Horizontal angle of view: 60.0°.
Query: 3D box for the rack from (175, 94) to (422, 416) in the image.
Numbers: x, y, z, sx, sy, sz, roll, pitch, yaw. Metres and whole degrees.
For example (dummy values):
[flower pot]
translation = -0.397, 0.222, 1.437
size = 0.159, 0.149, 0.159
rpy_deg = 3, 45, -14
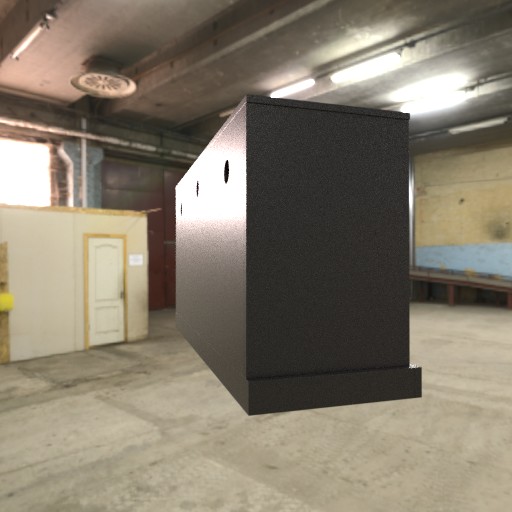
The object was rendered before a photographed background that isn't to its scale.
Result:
[rack]
translation = 0.000, 0.000, 1.501
size = 0.399, 0.635, 1.206
rpy_deg = 0, -1, -17
